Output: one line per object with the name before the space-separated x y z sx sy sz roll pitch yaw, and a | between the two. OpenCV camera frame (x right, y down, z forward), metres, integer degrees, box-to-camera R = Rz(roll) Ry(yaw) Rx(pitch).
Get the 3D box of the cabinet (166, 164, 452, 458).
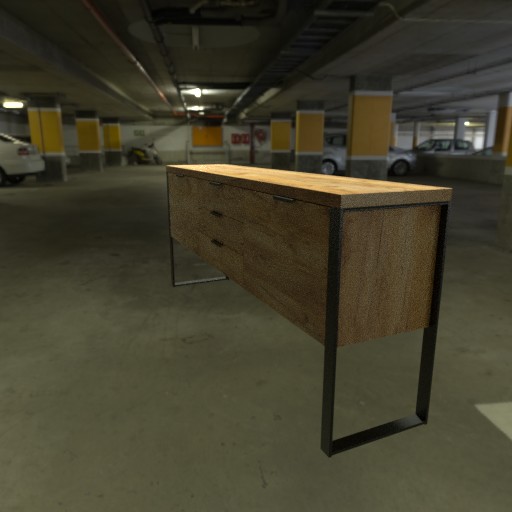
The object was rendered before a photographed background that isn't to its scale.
cabinet | 0.000 0.000 2.062 0.395 0.762 1.800 -6 15 -24
